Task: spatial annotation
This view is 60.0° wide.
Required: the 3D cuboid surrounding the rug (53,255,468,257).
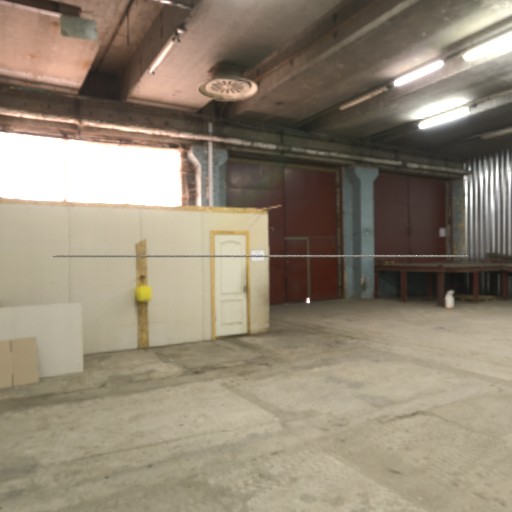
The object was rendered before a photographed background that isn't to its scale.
[{"bbox_3d":[0.000,0.000,3.999,2.363,0.012,2.980,0,0,-2],"label":"rug"}]
